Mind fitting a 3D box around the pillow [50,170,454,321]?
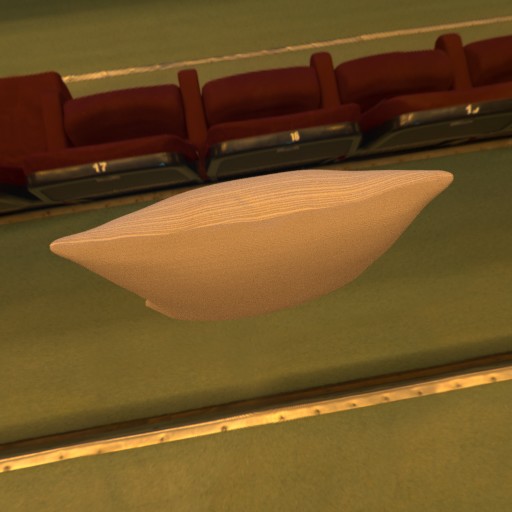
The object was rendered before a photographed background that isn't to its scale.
[{"bbox_3d":[0.000,0.000,0.785,0.512,0.497,0.204,-10,76,-3],"label":"pillow"}]
